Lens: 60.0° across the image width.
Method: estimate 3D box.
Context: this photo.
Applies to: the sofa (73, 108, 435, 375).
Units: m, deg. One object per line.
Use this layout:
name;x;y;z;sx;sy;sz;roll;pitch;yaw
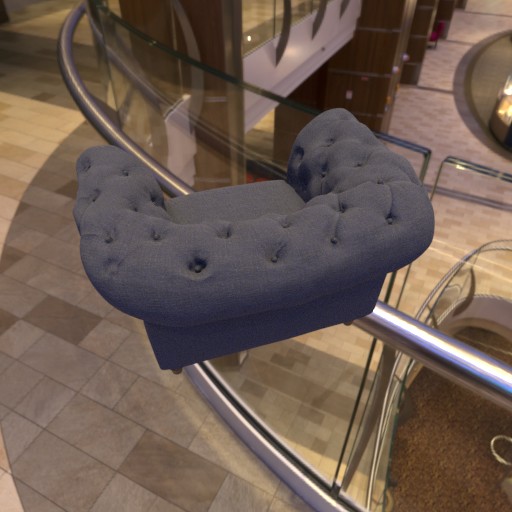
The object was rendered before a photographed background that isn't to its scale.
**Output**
sofa;0.000;0.000;2.000;1.405;0.878;1.032;-13;43;-14
